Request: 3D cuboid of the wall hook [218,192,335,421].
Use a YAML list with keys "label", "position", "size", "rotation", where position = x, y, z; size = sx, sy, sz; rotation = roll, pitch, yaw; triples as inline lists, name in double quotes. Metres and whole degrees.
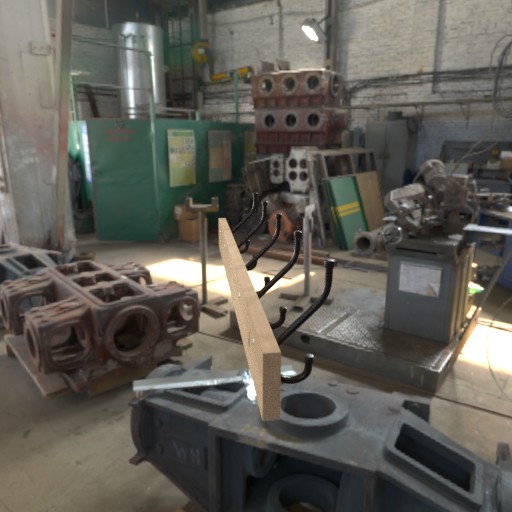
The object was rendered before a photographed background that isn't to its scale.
- label: "wall hook"
  position: [0.000, 0.000, 0.614]
  size: [0.071, 0.117, 0.571]
  rotation: [-2, 15, -8]
